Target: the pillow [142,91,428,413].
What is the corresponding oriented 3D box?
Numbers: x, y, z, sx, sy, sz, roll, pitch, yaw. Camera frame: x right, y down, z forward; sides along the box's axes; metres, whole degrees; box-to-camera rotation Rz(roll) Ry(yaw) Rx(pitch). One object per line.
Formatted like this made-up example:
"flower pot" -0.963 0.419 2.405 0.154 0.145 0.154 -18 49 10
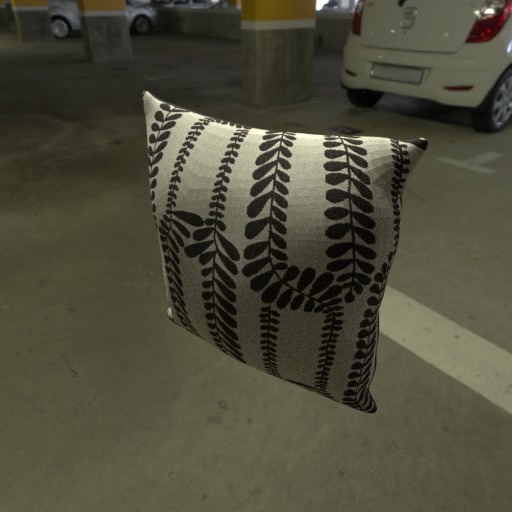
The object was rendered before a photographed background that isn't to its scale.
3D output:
"pillow" 0.000 0.000 0.678 0.440 0.441 0.182 19 35 29
